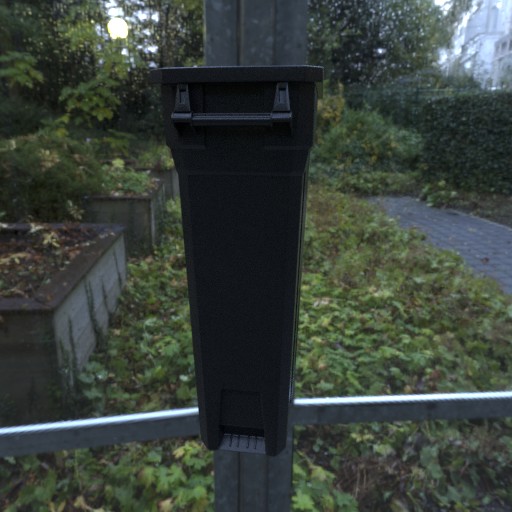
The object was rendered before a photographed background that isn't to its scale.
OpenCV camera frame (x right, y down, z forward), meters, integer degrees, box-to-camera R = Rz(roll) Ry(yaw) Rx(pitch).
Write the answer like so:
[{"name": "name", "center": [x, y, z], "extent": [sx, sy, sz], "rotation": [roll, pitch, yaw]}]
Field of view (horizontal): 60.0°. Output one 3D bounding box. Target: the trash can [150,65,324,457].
[{"name": "trash can", "center": [0.000, 0.000, 1.041], "extent": [0.281, 0.762, 0.559], "rotation": [2, 17, 8]}]
